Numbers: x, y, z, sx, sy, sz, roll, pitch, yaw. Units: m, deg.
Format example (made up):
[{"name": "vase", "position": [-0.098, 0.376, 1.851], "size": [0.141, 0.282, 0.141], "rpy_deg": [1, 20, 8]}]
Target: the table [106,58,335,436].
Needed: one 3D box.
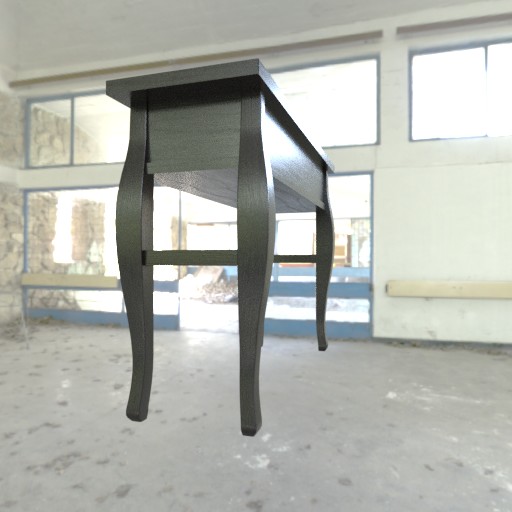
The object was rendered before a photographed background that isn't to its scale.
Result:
[{"name": "table", "position": [0.000, 0.000, 1.429], "size": [0.373, 0.768, 1.062], "rpy_deg": [0, -1, 18]}]
